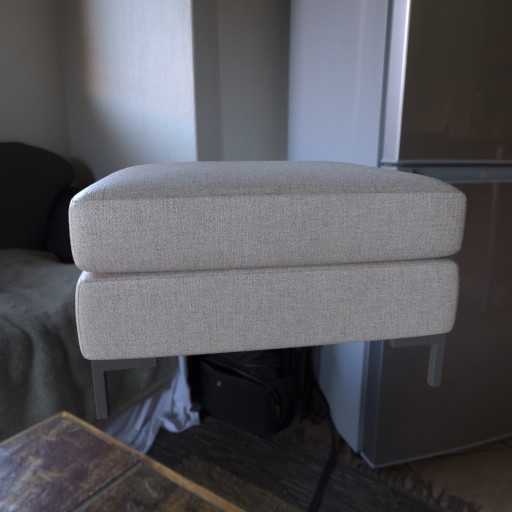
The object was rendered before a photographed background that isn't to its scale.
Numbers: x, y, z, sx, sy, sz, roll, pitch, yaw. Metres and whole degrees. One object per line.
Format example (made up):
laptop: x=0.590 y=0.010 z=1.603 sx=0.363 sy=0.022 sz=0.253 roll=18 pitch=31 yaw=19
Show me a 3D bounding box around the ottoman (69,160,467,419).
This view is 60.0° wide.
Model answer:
ottoman: x=0.000 y=0.000 z=1.199 sx=0.820 sy=0.490 sz=0.671 roll=-2 pitch=15 yaw=-9
